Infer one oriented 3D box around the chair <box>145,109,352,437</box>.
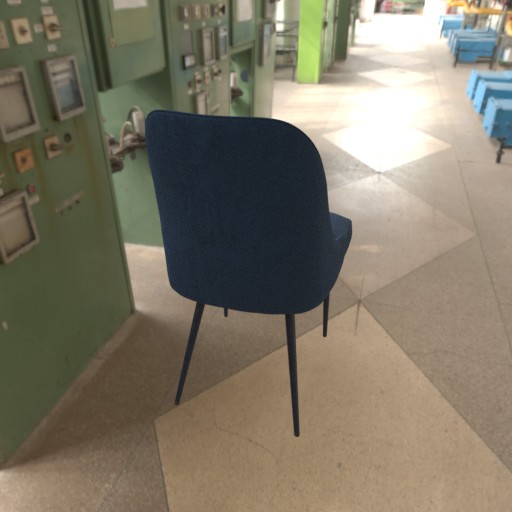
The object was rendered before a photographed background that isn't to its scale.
[{"bbox_3d":[0.000,0.000,1.228,0.478,0.896,0.559,9,33,15],"label":"chair"}]
